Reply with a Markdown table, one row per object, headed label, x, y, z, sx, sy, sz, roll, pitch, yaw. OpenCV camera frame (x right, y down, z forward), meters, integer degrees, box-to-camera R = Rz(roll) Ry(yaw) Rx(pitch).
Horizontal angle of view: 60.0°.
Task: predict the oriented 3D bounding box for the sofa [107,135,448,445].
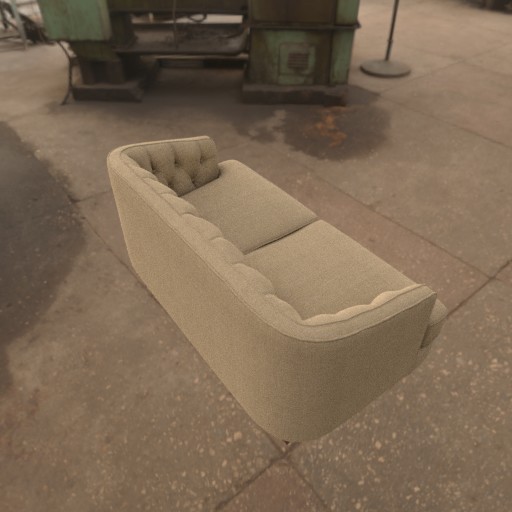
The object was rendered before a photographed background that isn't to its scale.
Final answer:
| label | x | y | z | sx | sy | sz | roll | pitch | yaw |
| --- | --- | --- | --- | --- | --- | --- | --- | --- | --- |
| sofa | 0.000 | 0.000 | 2.312 | 0.941 | 0.855 | 1.733 | -26 | 47 | -27 |
